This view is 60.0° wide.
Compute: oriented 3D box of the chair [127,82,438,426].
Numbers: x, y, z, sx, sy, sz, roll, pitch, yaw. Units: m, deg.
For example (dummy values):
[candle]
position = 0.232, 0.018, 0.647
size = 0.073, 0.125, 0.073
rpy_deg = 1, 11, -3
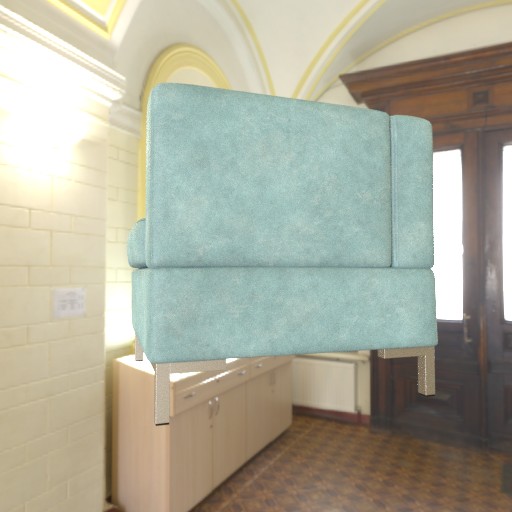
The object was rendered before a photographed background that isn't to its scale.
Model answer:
[chair]
position = 0.000, 0.000, 1.239
size = 0.684, 0.660, 0.691
rpy_deg = 1, -2, -19
